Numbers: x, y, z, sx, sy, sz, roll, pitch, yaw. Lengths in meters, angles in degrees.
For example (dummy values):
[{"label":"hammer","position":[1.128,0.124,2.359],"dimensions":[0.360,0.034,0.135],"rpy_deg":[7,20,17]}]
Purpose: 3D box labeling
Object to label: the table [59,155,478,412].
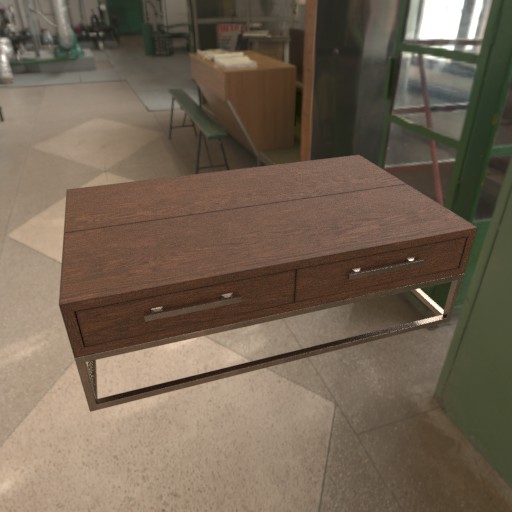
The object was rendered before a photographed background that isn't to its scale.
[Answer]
[{"label":"table","position":[0.000,0.000,1.525],"dimensions":[1.167,0.361,0.719],"rpy_deg":[-10,33,-16]}]
